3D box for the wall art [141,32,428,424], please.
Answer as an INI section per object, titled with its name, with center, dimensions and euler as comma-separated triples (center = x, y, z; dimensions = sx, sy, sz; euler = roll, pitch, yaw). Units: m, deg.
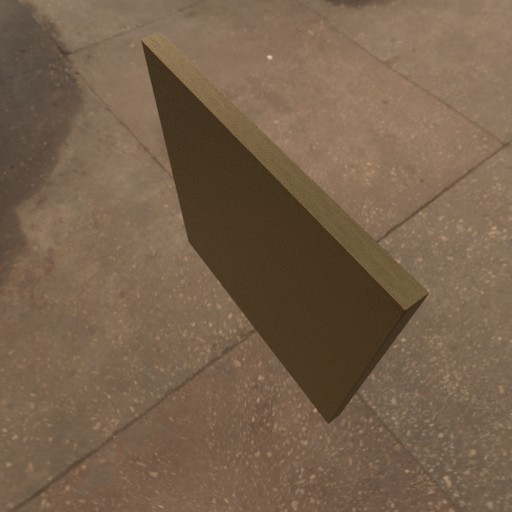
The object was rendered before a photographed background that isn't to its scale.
[wall art]
center = 0.000, 0.000, 0.724
dimensions = 0.031, 0.506, 0.503
euler = -31, 63, -18
